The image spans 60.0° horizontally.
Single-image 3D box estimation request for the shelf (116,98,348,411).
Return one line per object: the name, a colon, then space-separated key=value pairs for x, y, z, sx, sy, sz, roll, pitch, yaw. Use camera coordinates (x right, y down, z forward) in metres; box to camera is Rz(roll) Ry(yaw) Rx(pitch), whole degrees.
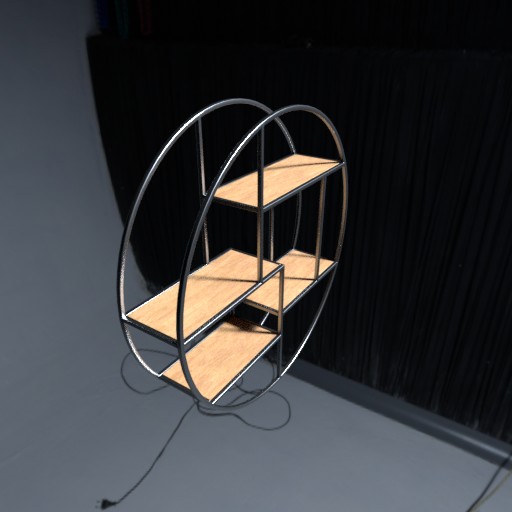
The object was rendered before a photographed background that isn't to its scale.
shelf: x=0.000 y=0.000 z=1.345 sx=0.202 sy=0.888 sz=0.888 roll=18 pitch=33 yaw=30
